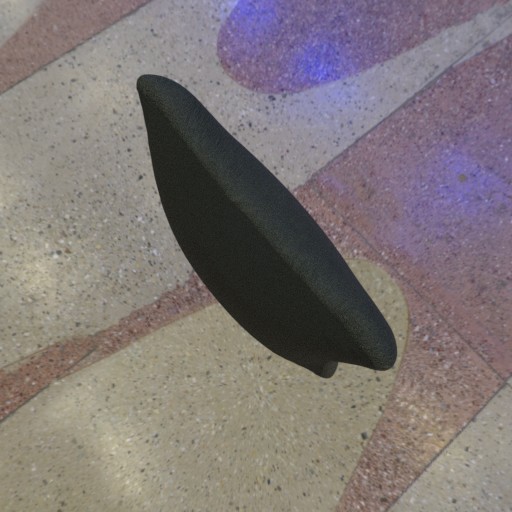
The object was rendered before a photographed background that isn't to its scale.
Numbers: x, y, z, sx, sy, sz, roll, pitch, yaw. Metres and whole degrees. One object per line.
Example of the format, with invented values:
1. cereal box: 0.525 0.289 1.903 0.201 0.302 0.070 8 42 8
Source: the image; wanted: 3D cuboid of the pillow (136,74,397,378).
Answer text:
1. pillow: 0.000 0.000 0.810 0.210 0.523 0.533 -38 77 -10
